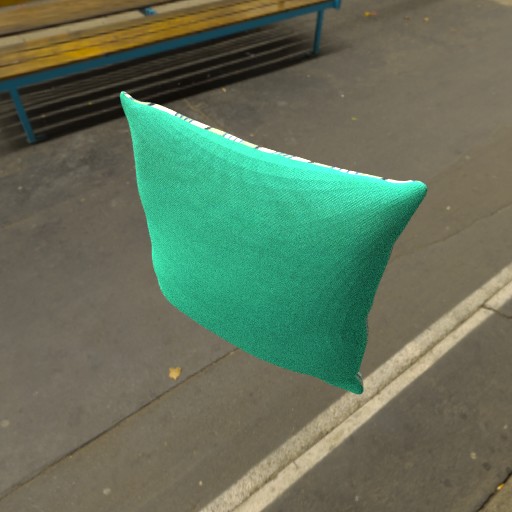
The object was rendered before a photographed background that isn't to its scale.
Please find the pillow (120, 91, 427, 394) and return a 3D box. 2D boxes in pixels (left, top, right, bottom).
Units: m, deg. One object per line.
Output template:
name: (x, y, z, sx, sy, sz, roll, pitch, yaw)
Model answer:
pillow: (0.000, 0.000, 0.691, 0.440, 0.441, 0.182, 24, 51, 21)
